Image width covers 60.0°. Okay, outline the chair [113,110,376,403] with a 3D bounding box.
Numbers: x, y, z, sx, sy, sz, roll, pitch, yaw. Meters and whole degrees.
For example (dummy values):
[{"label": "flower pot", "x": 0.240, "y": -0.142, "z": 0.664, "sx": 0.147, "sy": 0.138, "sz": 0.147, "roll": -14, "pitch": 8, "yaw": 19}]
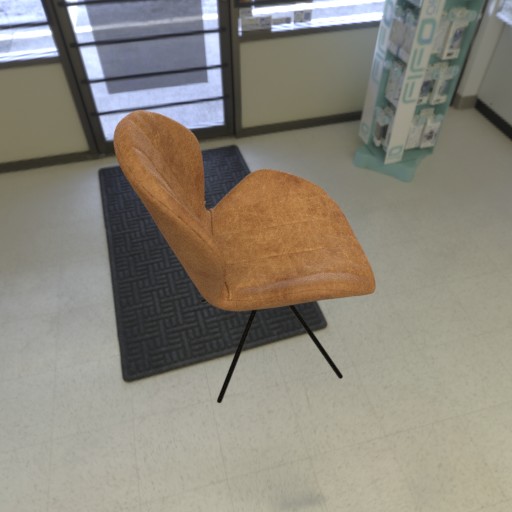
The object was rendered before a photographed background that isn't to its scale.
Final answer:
[{"label": "chair", "x": 0.000, "y": 0.000, "z": 1.343, "sx": 0.640, "sy": 0.929, "sz": 0.527, "roll": -9, "pitch": 48, "yaw": -8}]
